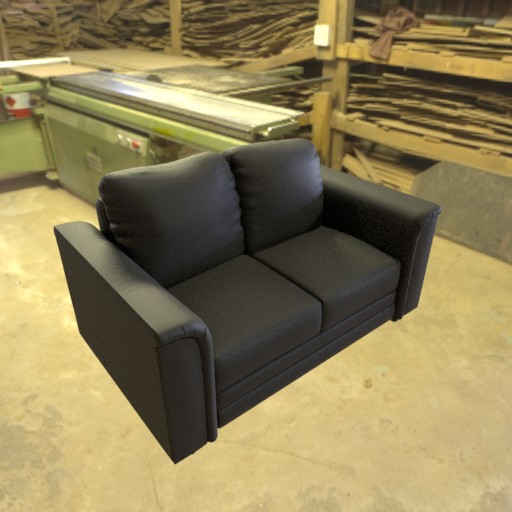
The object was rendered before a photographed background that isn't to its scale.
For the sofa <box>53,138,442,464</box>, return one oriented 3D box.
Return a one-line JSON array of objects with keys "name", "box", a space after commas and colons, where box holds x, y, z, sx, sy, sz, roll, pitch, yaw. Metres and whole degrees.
[{"name": "sofa", "box": [0.000, 0.000, 1.943, 1.386, 0.845, 0.887, -22, 36, -33]}]
